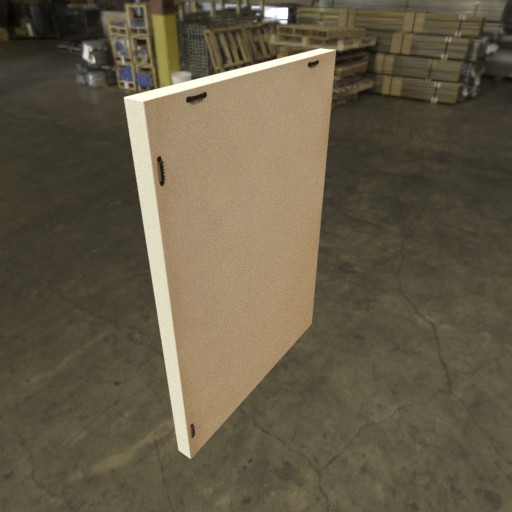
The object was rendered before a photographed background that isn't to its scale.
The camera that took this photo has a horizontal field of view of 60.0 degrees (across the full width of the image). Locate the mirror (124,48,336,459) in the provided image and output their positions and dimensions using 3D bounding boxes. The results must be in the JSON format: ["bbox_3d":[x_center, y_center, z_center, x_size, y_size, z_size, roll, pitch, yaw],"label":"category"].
[{"bbox_3d":[0.000,0.000,0.897,0.040,0.710,0.507,21,38,29],"label":"mirror"}]
